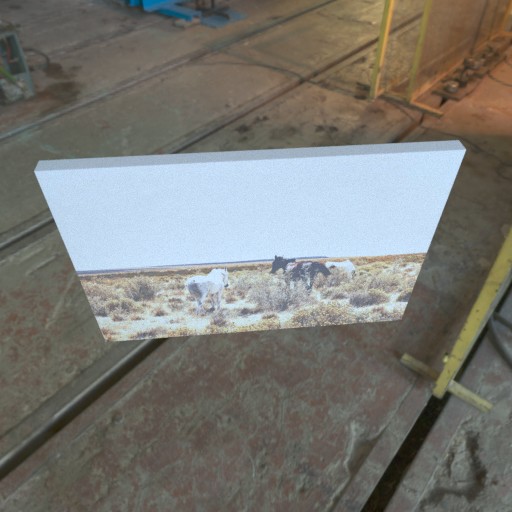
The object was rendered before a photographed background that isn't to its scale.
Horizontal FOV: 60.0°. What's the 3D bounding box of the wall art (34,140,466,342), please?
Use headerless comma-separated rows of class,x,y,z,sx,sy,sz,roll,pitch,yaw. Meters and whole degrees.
wall art,0.000,0.000,1.449,1.138,0.761,0.051,-4,45,-4
